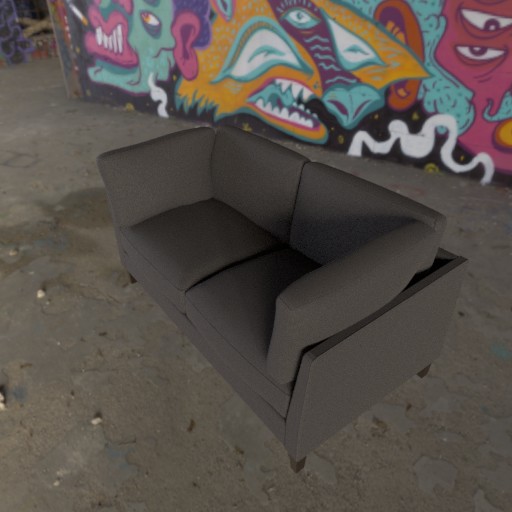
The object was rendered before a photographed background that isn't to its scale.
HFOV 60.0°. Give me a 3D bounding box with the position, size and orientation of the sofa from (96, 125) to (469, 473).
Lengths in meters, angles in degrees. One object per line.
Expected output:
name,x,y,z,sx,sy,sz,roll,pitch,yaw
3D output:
sofa,0.000,0.000,2.304,0.969,0.920,1.751,-22,39,-30
